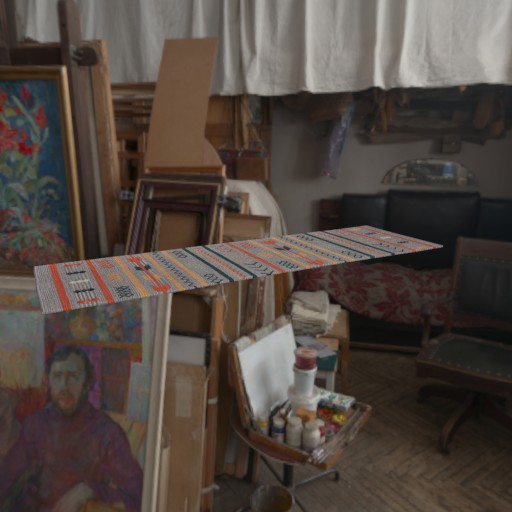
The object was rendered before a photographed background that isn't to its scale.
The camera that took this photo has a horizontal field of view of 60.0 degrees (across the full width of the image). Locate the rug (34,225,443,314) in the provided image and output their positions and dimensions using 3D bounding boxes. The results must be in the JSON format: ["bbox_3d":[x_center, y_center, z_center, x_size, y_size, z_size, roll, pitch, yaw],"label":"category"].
[{"bbox_3d":[0.000,0.000,2.695,2.419,0.022,0.744,-8,18,-27],"label":"rug"}]
